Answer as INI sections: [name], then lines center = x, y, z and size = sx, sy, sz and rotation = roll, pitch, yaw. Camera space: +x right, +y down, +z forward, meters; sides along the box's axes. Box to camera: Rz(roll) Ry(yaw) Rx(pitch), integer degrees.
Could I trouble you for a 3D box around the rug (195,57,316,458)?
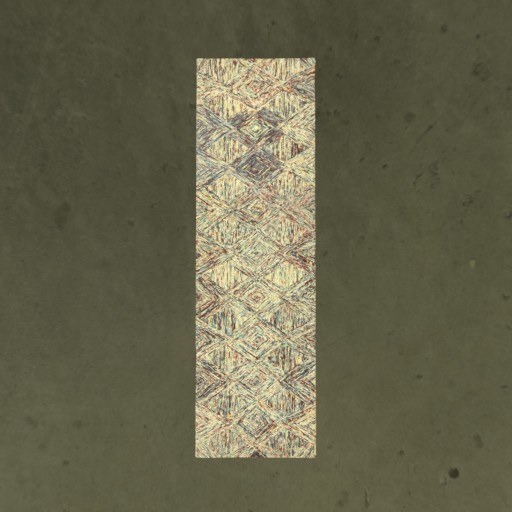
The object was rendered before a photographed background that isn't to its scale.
[rug]
center = 0.000, 0.000, 2.538
size = 0.688, 0.015, 2.292
rotation = 0, 89, 0
